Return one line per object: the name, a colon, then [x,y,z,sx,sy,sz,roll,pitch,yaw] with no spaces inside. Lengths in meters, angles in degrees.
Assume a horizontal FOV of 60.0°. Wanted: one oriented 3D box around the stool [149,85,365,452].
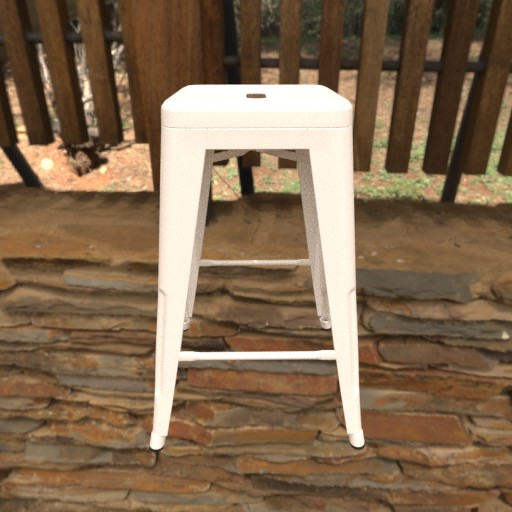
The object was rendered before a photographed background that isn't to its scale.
stool: [0.000,0.000,0.873,0.406,0.610,0.406,0,26,-1]
